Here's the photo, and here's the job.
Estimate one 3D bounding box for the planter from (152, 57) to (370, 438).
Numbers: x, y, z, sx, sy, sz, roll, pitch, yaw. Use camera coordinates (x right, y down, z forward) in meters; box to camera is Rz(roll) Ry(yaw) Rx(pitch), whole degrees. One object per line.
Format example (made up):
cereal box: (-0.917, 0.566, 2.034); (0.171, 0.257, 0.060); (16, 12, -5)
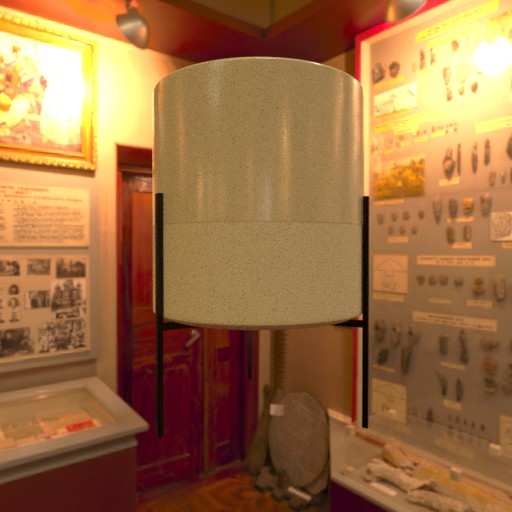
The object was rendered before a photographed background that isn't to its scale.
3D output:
planter: (0.000, 0.000, 0.675); (0.323, 0.475, 0.314); (-1, 1, -36)
